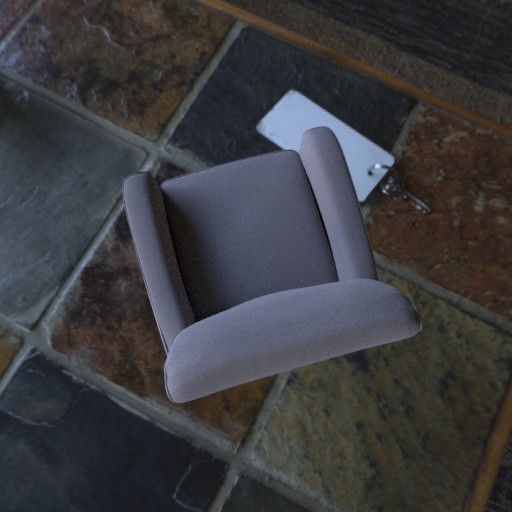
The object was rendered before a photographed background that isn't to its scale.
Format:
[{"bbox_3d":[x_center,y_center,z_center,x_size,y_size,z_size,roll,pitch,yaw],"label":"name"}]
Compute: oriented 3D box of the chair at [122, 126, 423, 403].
[{"bbox_3d":[0.000,0.000,1.671,0.845,1.023,0.859,-15,76,-4],"label":"chair"}]
